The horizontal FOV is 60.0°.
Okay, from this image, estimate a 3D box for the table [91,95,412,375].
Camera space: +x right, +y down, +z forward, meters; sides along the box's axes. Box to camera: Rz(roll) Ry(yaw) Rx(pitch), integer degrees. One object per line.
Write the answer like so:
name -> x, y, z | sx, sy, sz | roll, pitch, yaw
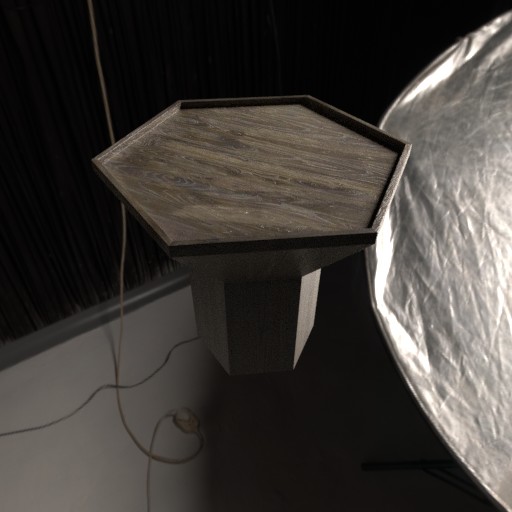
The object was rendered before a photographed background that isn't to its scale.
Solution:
table -> 0.000, 0.000, 1.131 | 0.592, 0.586, 0.683 | -25, 47, -26
